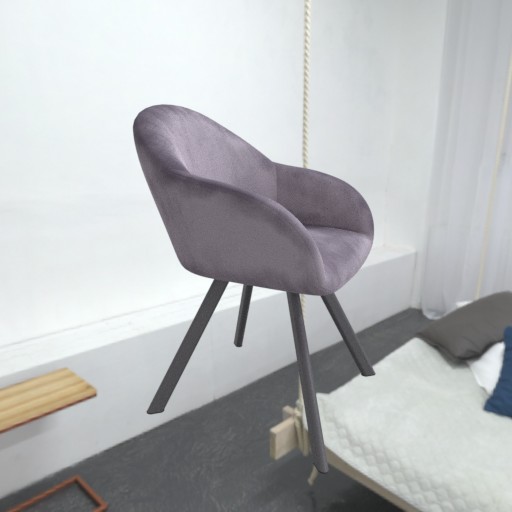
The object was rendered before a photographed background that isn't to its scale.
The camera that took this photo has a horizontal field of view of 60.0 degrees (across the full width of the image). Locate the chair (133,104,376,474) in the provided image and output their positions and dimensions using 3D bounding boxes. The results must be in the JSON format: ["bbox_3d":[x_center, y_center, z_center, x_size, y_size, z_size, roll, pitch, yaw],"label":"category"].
[{"bbox_3d":[0.000,0.000,1.198,0.590,0.795,0.550,7,16,26],"label":"chair"}]
